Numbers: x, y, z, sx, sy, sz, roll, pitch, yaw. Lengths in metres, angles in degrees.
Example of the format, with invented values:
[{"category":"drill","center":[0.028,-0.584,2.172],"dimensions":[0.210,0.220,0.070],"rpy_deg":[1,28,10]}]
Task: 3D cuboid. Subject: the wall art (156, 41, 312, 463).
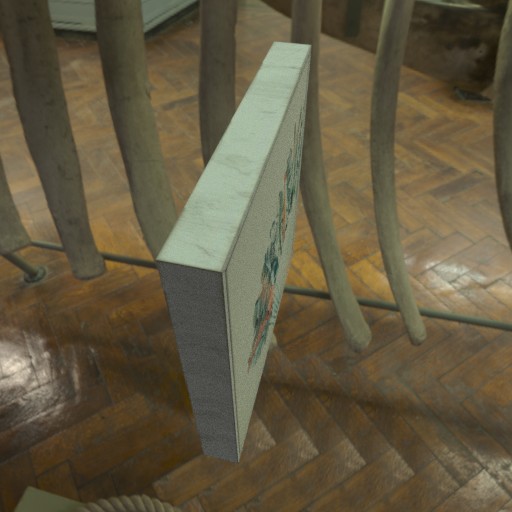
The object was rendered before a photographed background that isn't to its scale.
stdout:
[{"category":"wall art","center":[0.000,0.000,0.451],"dimensions":[0.038,0.303,0.305],"rpy_deg":[10,48,9]}]
